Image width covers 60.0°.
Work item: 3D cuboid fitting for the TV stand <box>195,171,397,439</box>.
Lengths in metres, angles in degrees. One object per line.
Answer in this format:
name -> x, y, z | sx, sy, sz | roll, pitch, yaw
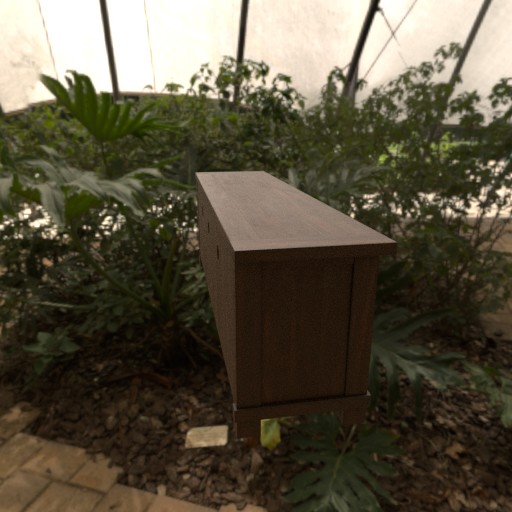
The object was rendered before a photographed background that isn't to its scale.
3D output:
TV stand -> 0.000, 0.000, 2.162 | 0.471, 0.615, 1.866 | -3, 17, -10
